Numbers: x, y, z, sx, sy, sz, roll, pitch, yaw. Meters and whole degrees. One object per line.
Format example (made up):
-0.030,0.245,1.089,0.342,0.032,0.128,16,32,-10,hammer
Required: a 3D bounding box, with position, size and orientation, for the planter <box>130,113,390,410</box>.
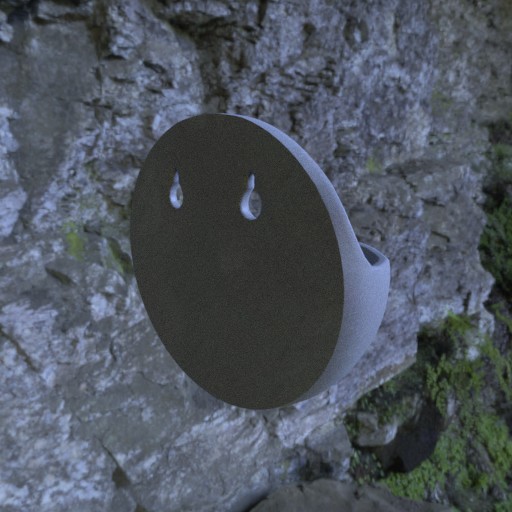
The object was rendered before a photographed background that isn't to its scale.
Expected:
0.000,0.000,0.273,0.073,0.164,0.190,-13,18,-43,planter
